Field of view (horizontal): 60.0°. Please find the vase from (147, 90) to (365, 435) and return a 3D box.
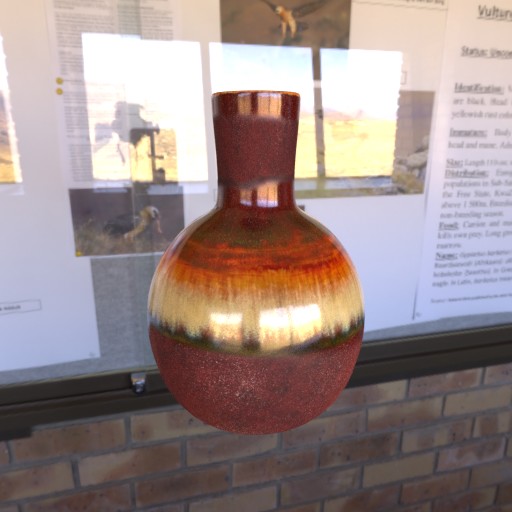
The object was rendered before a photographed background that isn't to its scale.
[{"bbox_3d":[0.000,0.000,0.224,0.111,0.154,0.111,0,16,0],"label":"vase"}]
